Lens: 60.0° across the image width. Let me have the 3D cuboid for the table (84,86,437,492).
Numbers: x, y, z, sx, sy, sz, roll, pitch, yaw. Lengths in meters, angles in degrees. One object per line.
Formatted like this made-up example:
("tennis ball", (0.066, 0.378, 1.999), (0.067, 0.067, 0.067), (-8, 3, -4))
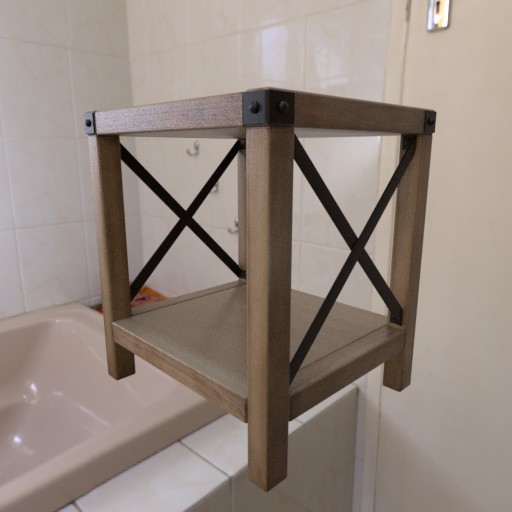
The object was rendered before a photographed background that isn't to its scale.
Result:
("table", (0.000, 0.000, 0.897), (0.459, 0.561, 0.510), (-13, 19, -43))
